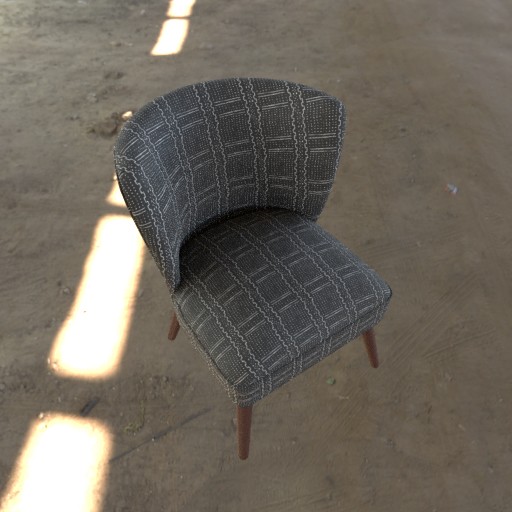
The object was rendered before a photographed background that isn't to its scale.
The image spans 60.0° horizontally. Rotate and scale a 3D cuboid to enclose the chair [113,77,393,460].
[{"bbox_3d":[0.000,0.000,1.428,0.710,0.866,0.758,-26,51,-23],"label":"chair"}]
